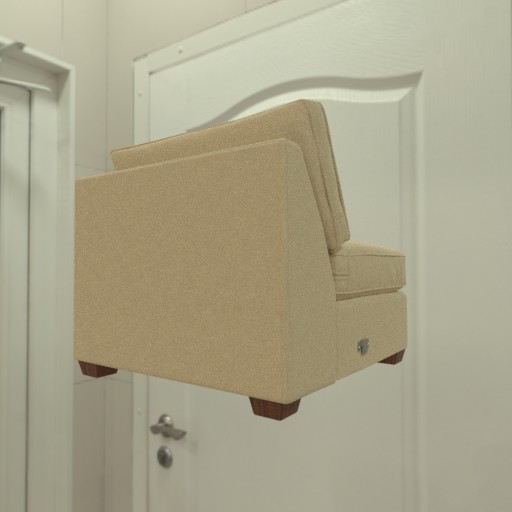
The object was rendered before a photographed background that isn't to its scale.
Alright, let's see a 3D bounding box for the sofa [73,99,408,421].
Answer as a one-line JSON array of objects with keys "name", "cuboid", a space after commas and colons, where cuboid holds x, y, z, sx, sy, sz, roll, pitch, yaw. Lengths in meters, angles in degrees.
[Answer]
[{"name": "sofa", "cuboid": [0.000, 0.000, 2.006, 1.084, 1.002, 1.146, -1, -1, 36]}]
